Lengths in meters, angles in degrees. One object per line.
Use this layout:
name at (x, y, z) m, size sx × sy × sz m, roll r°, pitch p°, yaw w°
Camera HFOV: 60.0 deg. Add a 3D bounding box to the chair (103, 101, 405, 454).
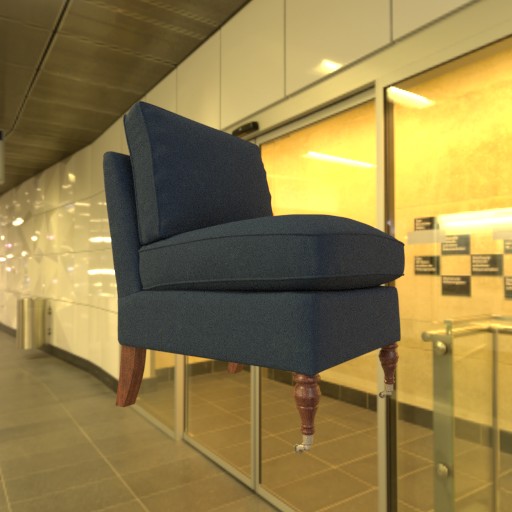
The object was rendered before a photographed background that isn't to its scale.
chair at (0.000, 0.000, 1.623) m, size 0.912 × 1.052 × 0.724 m, roll -1°, pitch -2°, yaw 36°
